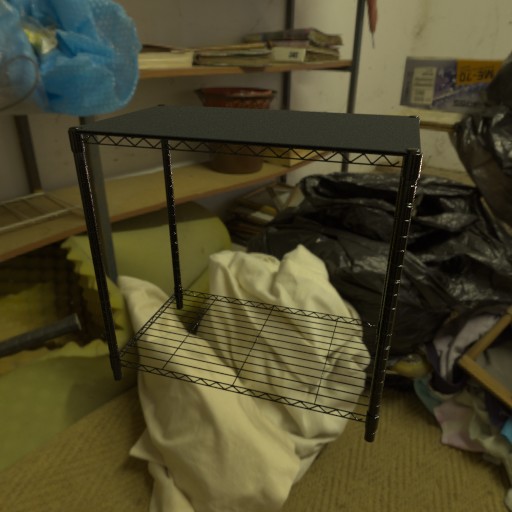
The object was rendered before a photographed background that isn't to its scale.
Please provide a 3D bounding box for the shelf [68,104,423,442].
[{"bbox_3d":[0.000,0.000,0.954,0.589,0.564,0.338,8,27,16],"label":"shelf"}]
